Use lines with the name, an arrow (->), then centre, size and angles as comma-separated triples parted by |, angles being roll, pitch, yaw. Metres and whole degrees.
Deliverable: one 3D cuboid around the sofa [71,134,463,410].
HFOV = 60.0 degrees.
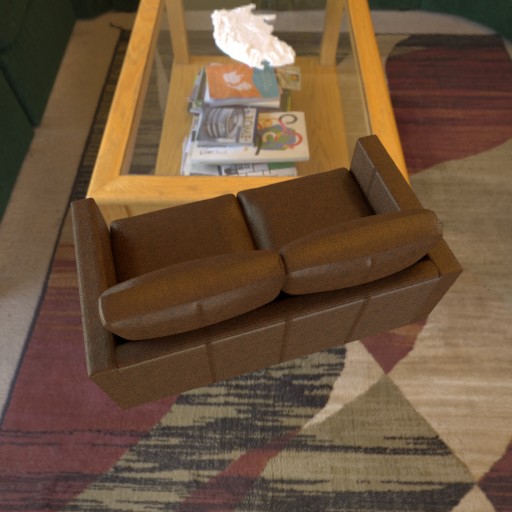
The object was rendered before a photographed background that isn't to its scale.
sofa -> 0.000, 0.000, 2.167 | 1.578, 0.951, 0.909 | -14, 59, -9
